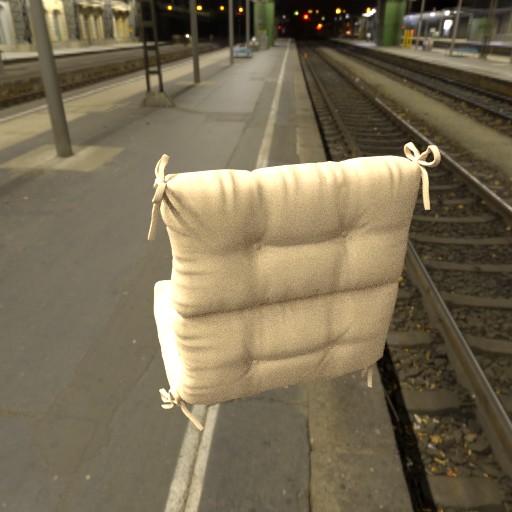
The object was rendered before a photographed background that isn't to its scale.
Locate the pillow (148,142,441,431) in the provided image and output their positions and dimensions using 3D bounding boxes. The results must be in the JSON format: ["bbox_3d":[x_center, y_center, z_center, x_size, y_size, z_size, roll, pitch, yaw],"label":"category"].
[{"bbox_3d":[0.000,0.000,1.040,0.519,0.605,0.571,-8,28,-15],"label":"pillow"}]
